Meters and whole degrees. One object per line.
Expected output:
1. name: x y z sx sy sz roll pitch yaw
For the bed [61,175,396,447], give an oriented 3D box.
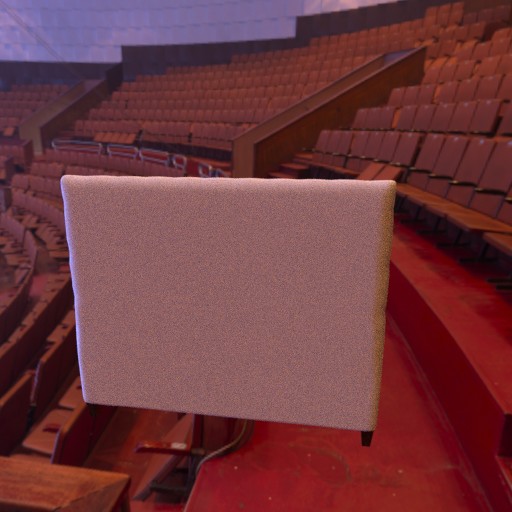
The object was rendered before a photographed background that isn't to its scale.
1. bed: 0.000 0.000 3.442 1.698 1.427 2.387 3 16 9
